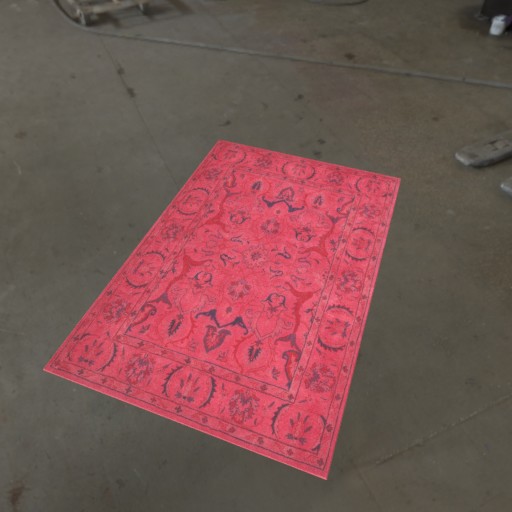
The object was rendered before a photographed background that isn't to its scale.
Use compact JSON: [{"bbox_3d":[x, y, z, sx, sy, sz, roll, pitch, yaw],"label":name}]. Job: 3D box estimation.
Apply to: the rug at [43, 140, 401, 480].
[{"bbox_3d":[0.000,0.000,2.267,1.209,0.008,1.814,15,49,14],"label":"rug"}]
